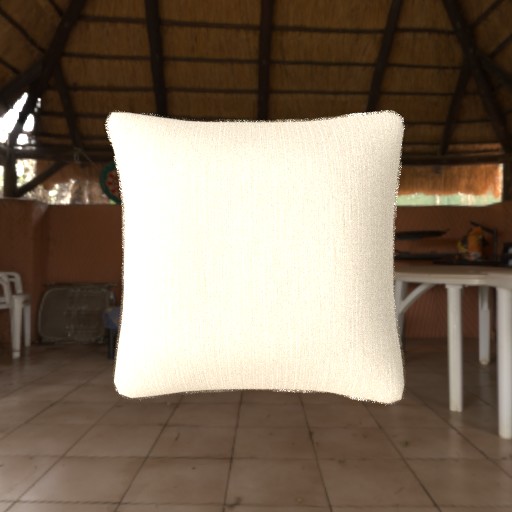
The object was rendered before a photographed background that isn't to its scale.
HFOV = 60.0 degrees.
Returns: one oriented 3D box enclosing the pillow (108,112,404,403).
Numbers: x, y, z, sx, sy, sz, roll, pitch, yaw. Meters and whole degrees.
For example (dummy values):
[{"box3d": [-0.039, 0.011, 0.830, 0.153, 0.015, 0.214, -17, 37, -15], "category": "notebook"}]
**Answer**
[{"box3d": [0.000, 0.000, 0.816, 0.538, 0.525, 0.216, 0, -1, 0], "category": "pillow"}]
